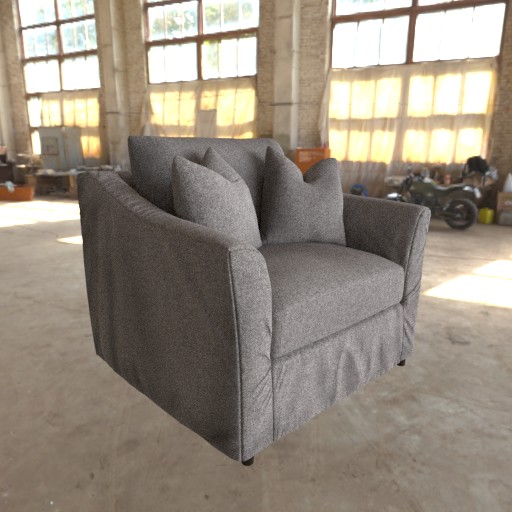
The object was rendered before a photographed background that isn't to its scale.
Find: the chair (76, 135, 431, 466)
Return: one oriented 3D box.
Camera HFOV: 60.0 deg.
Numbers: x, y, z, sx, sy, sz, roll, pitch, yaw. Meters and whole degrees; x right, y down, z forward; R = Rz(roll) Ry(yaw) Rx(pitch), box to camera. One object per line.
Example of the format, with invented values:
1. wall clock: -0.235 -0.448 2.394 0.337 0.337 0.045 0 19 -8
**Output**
1. chair: 0.000 0.000 2.016 1.194 1.059 1.071 -13 19 -41
